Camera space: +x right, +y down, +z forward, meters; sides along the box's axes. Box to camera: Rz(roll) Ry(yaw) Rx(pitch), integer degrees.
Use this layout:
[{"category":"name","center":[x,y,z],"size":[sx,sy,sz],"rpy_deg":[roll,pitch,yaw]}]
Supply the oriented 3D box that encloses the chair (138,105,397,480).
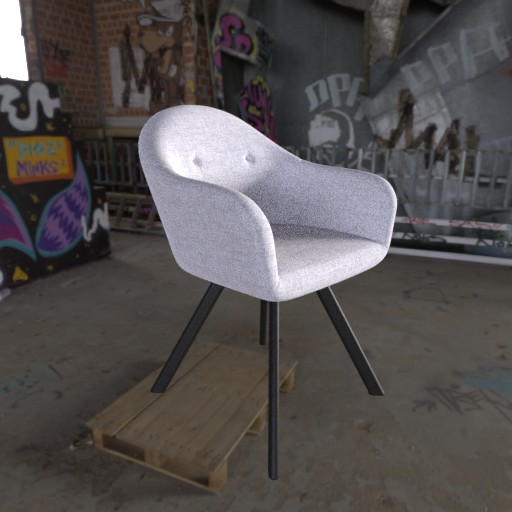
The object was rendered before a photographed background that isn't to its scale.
[{"category":"chair","center":[0.000,0.000,1.176],"size":[0.570,0.780,0.540],"rpy_deg":[15,21,43]}]
